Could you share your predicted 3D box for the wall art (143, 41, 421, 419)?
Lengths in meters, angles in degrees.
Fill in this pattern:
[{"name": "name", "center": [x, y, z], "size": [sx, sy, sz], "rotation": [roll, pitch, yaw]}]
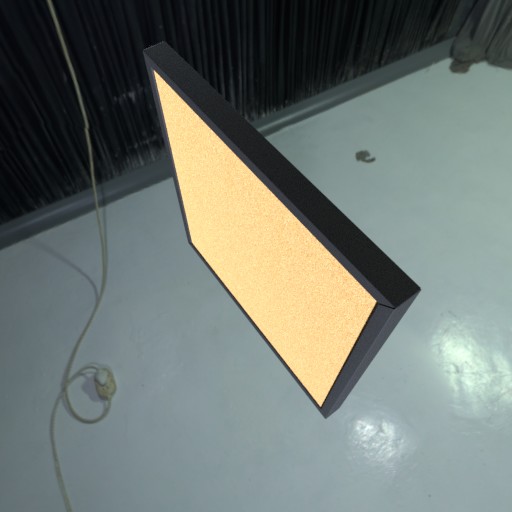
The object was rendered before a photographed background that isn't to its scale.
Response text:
[{"name": "wall art", "center": [0.000, 0.000, 0.756], "size": [0.037, 0.508, 0.508], "rotation": [-32, 64, -18]}]
